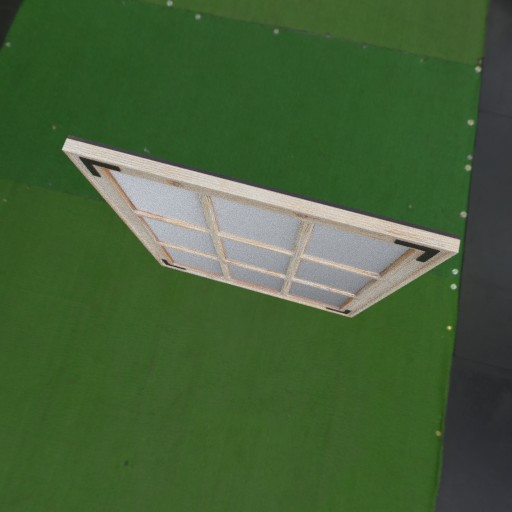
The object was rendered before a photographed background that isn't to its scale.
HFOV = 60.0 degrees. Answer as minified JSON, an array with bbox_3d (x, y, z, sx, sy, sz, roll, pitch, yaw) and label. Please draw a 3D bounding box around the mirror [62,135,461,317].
[{"bbox_3d":[0.000,0.000,1.217,0.730,0.882,0.032,15,75,4],"label":"mirror"}]
